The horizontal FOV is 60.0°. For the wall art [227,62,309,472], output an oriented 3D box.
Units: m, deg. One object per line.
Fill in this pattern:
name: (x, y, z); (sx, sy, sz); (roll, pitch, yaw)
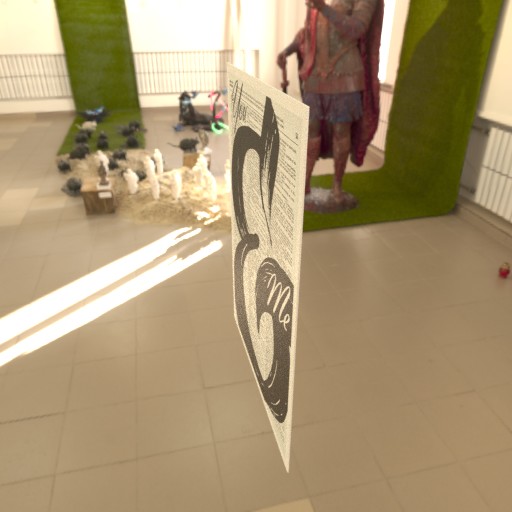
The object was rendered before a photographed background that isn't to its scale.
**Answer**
wall art: (0.000, 0.000, 0.811); (0.003, 0.609, 0.457); (-7, 30, -12)
